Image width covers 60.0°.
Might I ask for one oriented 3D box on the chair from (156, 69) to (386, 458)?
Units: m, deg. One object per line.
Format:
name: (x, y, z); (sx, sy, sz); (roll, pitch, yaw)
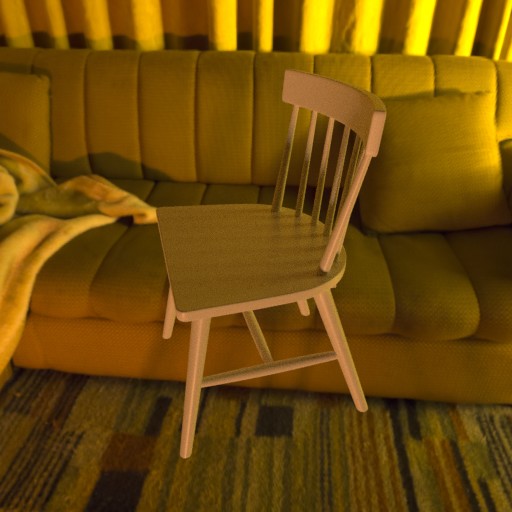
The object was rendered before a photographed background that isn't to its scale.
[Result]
chair: (0.000, 0.000, 1.099); (0.500, 0.787, 0.483); (-8, 32, -13)
